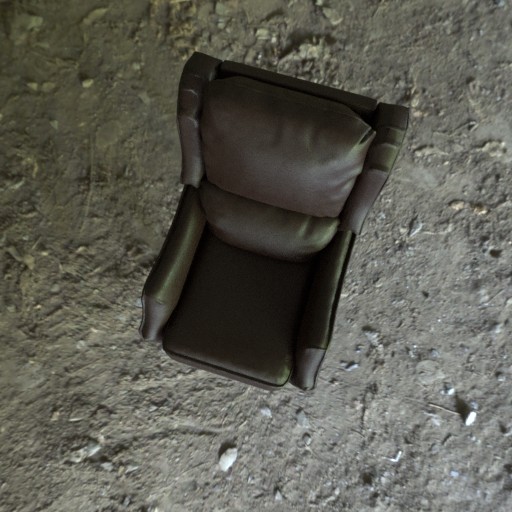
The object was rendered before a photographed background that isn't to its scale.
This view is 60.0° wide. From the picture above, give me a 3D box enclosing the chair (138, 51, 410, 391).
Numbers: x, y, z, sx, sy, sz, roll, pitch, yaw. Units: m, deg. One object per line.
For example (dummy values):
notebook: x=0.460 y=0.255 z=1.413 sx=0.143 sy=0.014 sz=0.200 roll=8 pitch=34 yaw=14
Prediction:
chair: x=0.000 y=0.000 z=1.788 sx=0.770 sy=1.132 sz=0.982 roll=17 pitch=76 yaw=4
